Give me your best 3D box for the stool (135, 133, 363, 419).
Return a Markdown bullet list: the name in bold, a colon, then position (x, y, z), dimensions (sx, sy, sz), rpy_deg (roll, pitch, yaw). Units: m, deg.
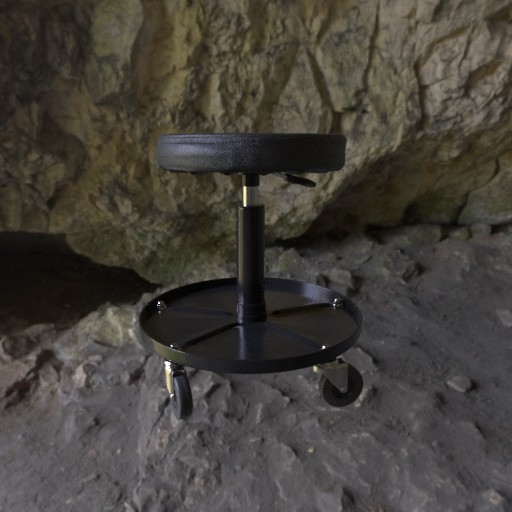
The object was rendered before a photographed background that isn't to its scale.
- **stool**: position (0.000, 0.000, 0.690), dimensions (0.382, 0.365, 0.381), rpy_deg (-13, 20, -42)
